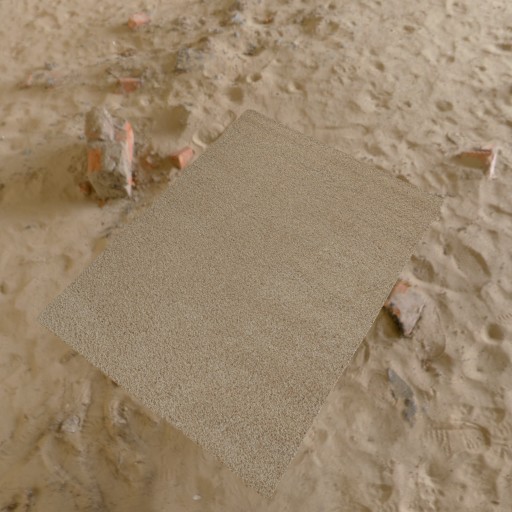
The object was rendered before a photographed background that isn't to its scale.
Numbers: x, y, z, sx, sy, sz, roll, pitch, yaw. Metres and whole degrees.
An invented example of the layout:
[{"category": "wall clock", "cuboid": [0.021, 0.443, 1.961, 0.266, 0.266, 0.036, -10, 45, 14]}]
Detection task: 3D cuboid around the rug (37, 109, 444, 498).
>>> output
[{"category": "rug", "cuboid": [0.000, 0.000, 2.061, 1.199, 0.025, 1.600, 30, 64, 17]}]
